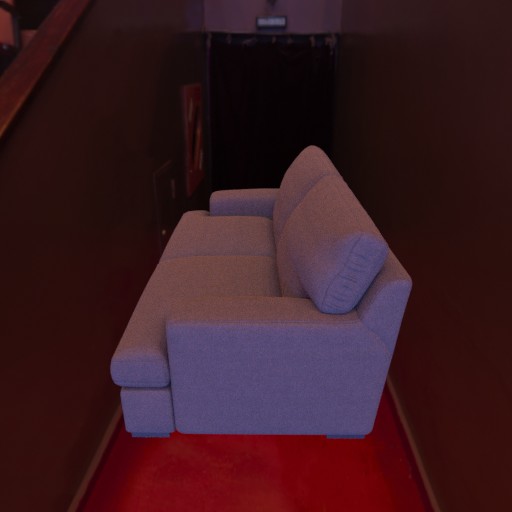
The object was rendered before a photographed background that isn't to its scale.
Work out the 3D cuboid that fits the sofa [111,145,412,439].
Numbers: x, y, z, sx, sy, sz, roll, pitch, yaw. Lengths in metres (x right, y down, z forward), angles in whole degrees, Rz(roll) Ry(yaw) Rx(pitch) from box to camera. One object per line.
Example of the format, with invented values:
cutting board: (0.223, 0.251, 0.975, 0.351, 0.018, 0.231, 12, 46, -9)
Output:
sofa: (0.000, 0.000, 2.503, 1.140, 0.950, 1.869, 0, 24, 0)
